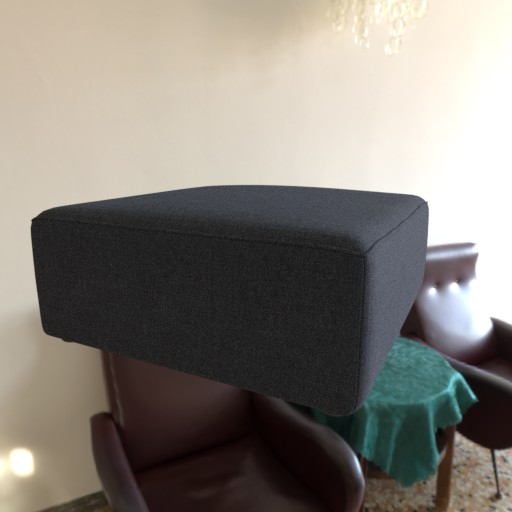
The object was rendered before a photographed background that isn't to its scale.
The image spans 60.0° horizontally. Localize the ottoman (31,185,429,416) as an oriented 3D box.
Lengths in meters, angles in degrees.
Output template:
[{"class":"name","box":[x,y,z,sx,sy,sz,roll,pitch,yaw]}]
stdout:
[{"class":"ottoman","box":[0.000,0.000,1.513,1.000,0.439,1.000,7,15,26]}]
